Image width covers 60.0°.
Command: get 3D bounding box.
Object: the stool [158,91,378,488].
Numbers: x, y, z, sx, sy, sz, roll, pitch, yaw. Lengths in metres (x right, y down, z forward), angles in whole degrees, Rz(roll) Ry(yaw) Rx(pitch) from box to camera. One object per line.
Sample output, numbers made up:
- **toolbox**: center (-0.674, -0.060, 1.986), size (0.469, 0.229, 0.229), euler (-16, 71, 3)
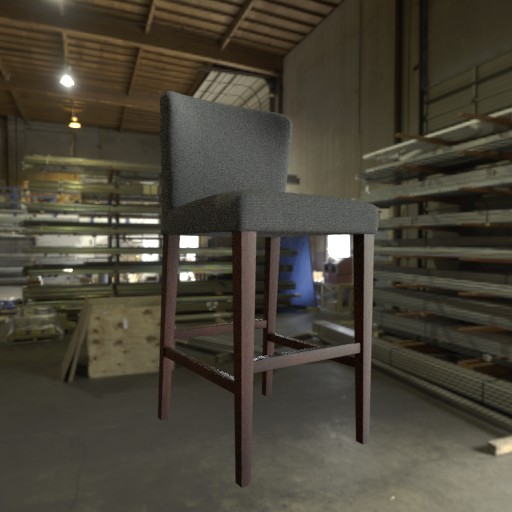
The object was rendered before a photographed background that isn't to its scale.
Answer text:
- **stool**: center (0.000, 0.000, 1.353), size (0.486, 1.069, 0.568), euler (-1, 2, -34)
